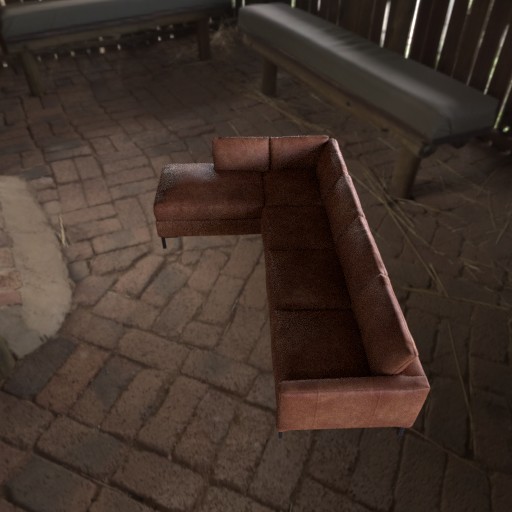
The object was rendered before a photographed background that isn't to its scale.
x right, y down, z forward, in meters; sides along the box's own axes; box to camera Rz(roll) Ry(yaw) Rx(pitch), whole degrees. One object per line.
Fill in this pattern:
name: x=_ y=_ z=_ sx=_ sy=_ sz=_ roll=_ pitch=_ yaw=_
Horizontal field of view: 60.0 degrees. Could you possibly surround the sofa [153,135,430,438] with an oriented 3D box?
sofa: x=0.000 y=0.000 z=3.823 sx=1.938 sy=0.877 sz=2.984 roll=-1 pitch=41 yaw=-2
